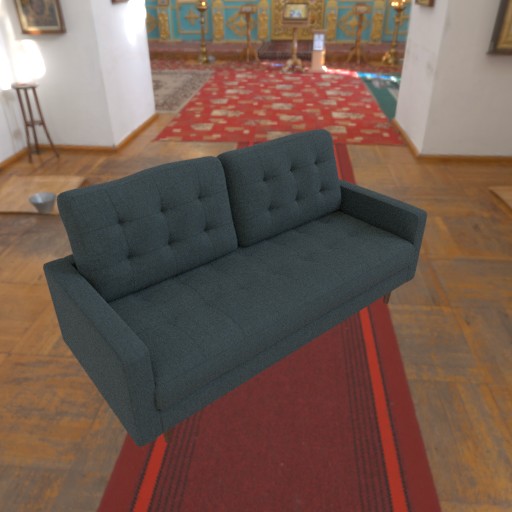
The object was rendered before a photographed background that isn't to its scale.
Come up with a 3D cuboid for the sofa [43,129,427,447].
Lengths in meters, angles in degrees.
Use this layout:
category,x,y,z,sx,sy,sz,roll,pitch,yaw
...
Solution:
category,x,y,z,sx,sy,sz,roll,pitch,yaw
sofa,0.000,0.000,2.507,2.010,1.050,0.966,-23,38,-34
